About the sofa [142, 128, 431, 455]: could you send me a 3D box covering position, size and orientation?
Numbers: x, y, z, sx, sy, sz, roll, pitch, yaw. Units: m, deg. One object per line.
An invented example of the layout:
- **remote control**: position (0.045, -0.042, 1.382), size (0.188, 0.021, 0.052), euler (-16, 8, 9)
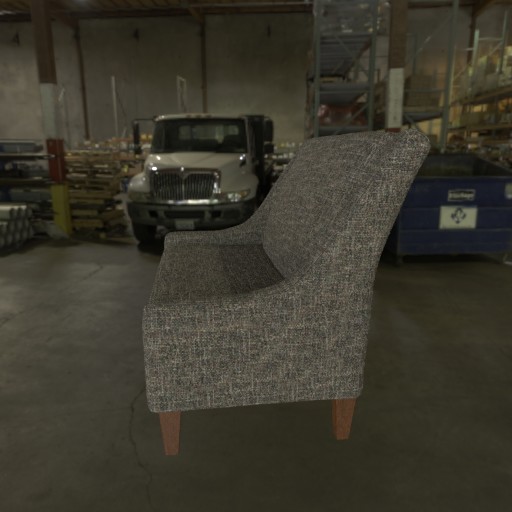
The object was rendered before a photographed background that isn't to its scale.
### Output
- **sofa**: position (0.000, 0.000, 1.921), size (0.870, 1.021, 1.242), euler (-2, 14, -8)
